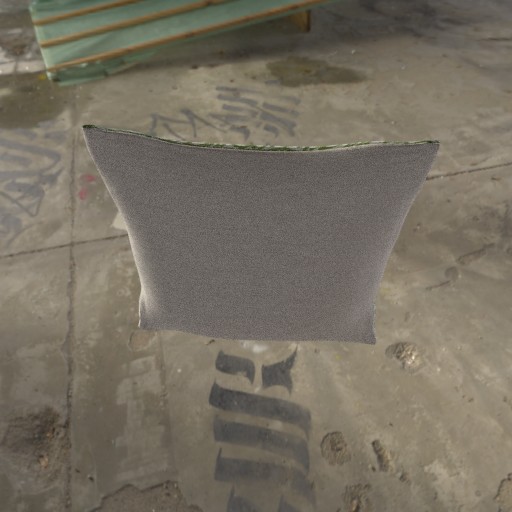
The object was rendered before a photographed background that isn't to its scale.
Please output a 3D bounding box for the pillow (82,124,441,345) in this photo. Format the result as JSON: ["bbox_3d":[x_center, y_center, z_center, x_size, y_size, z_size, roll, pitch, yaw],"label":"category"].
[{"bbox_3d":[0.000,0.000,0.677,0.440,0.419,0.162,3,46,3],"label":"pillow"}]
